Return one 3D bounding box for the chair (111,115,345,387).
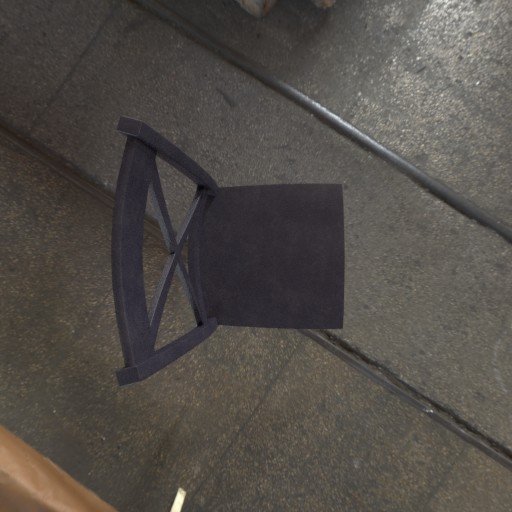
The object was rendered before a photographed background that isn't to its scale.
[{"bbox_3d":[0.000,0.000,1.283,0.542,0.983,0.485,0,89,-1],"label":"chair"}]
